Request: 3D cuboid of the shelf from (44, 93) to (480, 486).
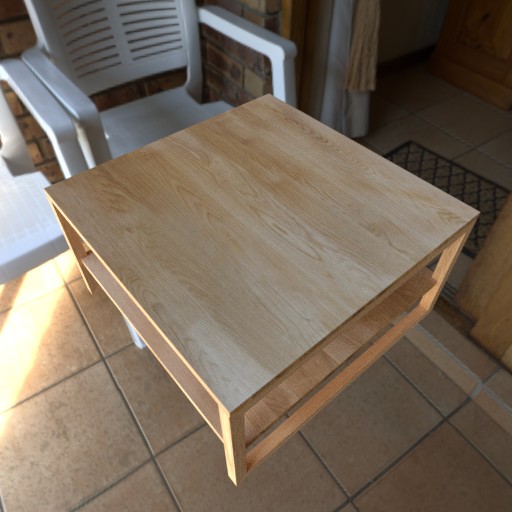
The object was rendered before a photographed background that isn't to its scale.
[{"bbox_3d":[0.000,0.000,1.460,0.899,0.480,0.899,-32,55,-26],"label":"shelf"}]
